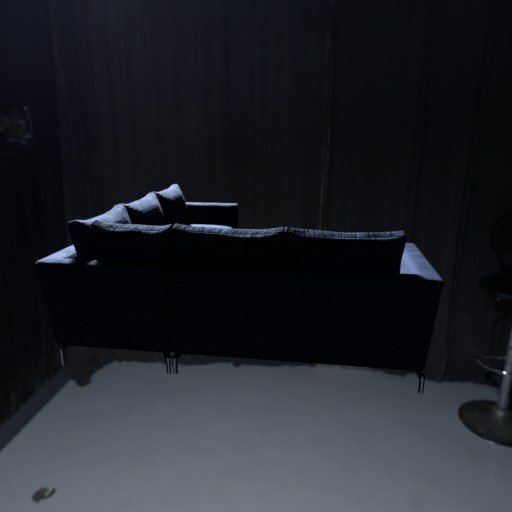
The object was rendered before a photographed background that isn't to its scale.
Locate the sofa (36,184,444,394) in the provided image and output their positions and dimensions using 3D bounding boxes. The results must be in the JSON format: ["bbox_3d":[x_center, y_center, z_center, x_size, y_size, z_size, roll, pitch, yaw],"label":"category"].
[{"bbox_3d":[0.000,0.000,3.860,2.472,0.988,2.463,2,16,8],"label":"sofa"}]
